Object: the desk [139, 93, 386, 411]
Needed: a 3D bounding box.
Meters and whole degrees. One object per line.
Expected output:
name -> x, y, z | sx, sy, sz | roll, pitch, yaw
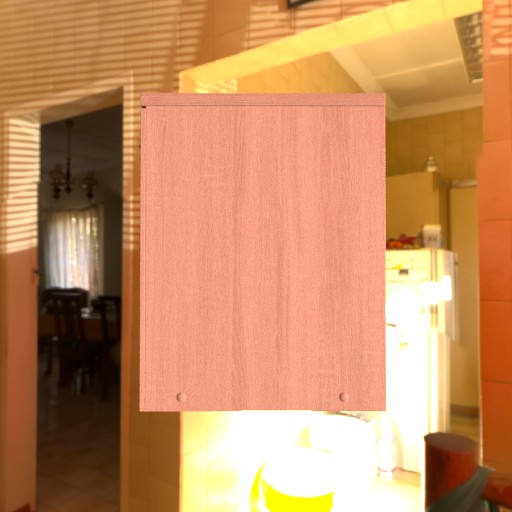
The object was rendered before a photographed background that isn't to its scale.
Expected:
desk -> 0.000, 0.000, 1.721 | 0.600, 0.740, 1.390 | 0, -1, 0
